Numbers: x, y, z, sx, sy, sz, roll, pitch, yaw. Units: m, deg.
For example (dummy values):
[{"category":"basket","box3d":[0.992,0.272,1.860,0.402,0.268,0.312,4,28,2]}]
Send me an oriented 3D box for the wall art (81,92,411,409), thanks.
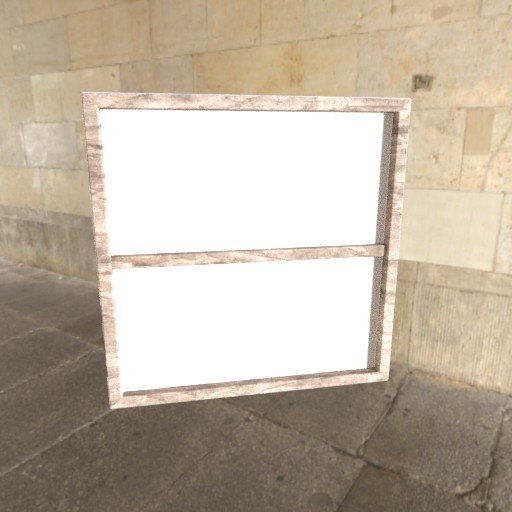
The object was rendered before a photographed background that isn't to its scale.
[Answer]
[{"category":"wall art","box3d":[0.000,0.000,1.095,0.747,0.747,0.035,-3,15,-10]}]
